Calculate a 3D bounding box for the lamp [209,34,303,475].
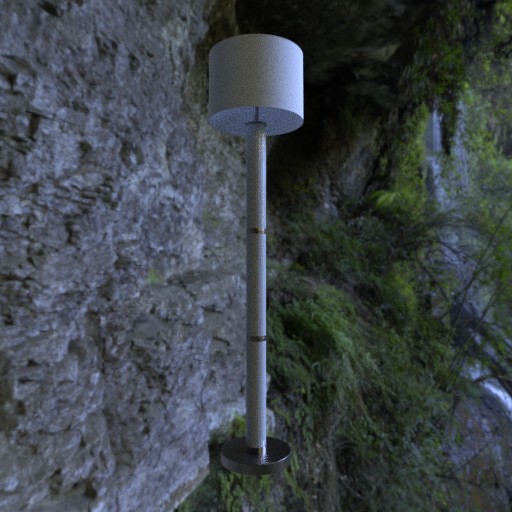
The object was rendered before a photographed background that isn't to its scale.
[{"bbox_3d":[0.000,0.000,1.763,0.377,1.599,0.377,0,-1,18],"label":"lamp"}]
